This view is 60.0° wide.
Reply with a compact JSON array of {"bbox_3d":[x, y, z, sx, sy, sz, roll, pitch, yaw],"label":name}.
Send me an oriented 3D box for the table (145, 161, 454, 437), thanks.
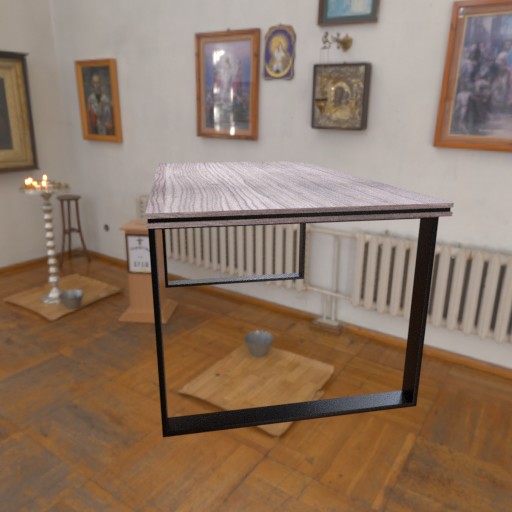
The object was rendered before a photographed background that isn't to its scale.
[{"bbox_3d":[0.000,0.000,2.068,0.881,0.736,1.579,-3,17,-10],"label":"table"}]
